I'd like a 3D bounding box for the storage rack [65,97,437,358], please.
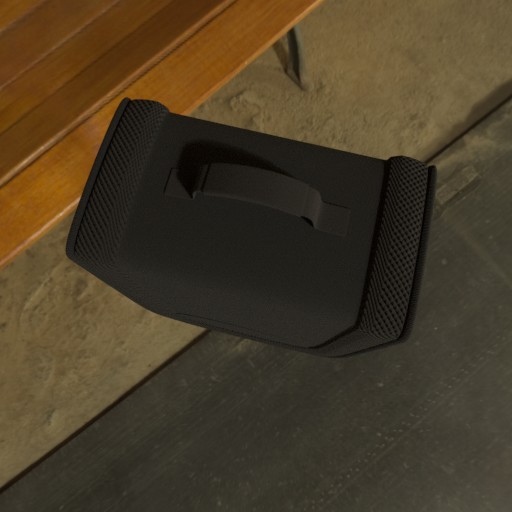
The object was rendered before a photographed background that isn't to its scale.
[{"bbox_3d":[0.000,0.000,0.532,0.297,0.387,0.168,14,75,4],"label":"storage rack"}]
